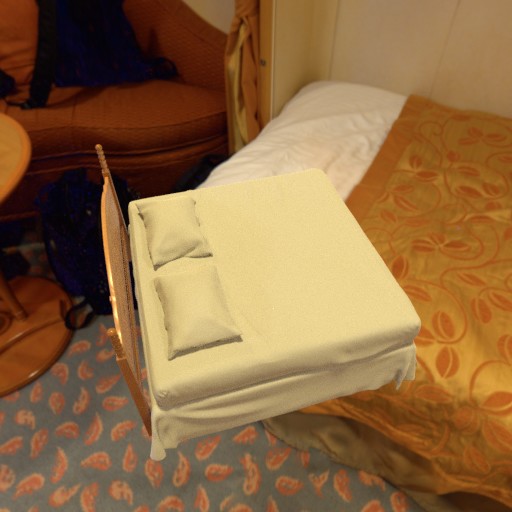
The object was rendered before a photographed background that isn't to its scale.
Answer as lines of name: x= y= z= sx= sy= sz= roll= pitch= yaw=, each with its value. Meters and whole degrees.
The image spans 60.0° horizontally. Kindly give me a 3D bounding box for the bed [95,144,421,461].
bed: x=0.000 y=0.000 z=3.671 sx=2.219 sy=1.355 sz=2.322 roll=-12 pitch=48 yaw=-11
